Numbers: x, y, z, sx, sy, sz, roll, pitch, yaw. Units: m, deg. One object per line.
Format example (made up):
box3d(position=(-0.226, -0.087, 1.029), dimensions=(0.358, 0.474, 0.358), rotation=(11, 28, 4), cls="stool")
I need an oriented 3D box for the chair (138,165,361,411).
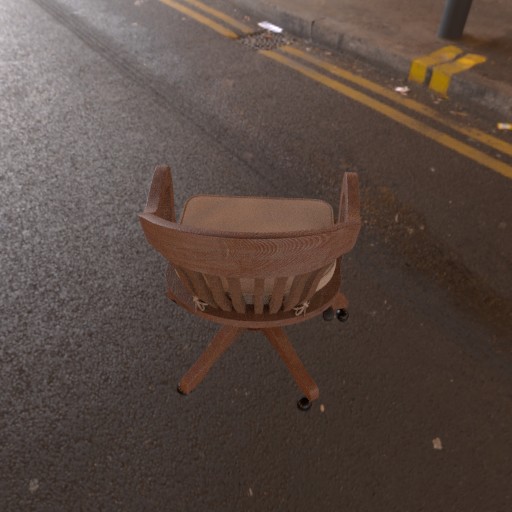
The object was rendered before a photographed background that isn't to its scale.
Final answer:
box3d(position=(0.000, 0.000, 1.480), dimensions=(0.750, 0.878, 0.788), rotation=(3, 45, 3), cls="chair")
